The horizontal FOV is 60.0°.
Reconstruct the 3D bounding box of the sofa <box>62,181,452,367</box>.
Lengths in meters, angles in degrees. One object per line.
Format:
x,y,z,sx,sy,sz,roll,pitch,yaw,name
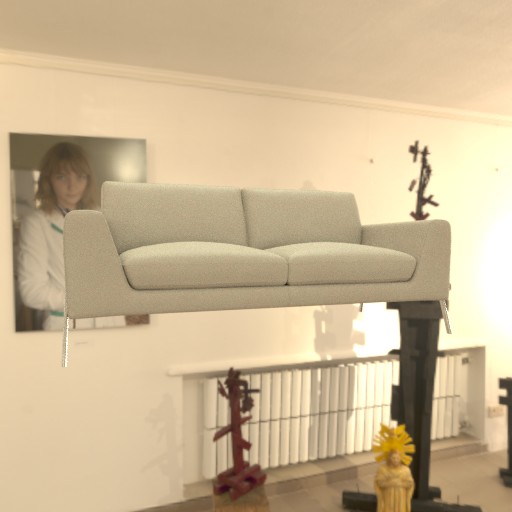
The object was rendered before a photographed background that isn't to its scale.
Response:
0.000,0.000,2.572,2.017,0.875,0.953,0,1,-20,sofa
